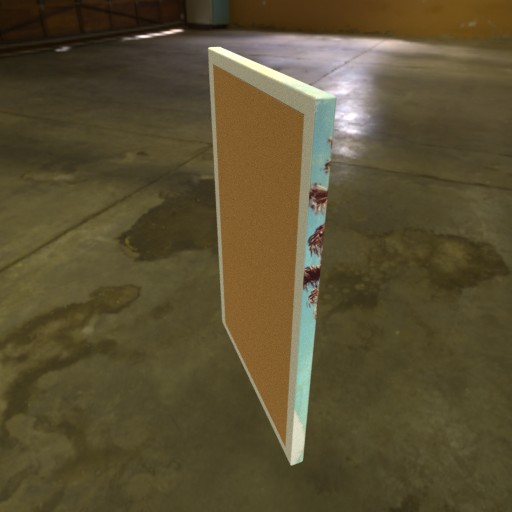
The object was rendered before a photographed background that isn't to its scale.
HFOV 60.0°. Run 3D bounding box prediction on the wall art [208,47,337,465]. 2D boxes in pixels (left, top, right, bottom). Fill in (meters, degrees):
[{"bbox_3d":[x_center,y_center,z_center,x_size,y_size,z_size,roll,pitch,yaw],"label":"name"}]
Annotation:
[{"bbox_3d":[0.000,0.000,1.144,0.037,0.915,0.605,-11,34,-17],"label":"wall art"}]
